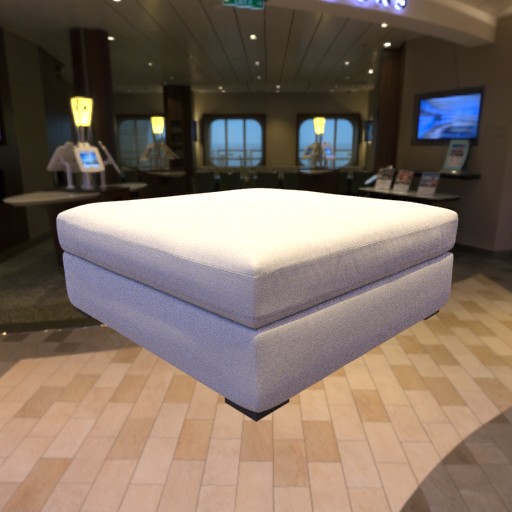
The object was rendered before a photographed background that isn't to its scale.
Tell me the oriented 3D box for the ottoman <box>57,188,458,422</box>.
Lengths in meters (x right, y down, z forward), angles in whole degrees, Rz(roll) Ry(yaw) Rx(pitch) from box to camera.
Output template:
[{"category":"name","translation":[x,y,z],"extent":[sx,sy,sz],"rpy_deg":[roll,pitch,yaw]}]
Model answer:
[{"category":"ottoman","translation":[0.000,0.000,1.787],"extent":[1.163,0.482,1.167],"rpy_deg":[-14,20,-43]}]
